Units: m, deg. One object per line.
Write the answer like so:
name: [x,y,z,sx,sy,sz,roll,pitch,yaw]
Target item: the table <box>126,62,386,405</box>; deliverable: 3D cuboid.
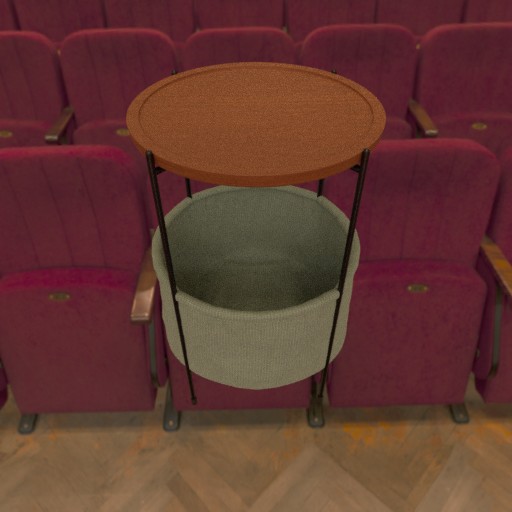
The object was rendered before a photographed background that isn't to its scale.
table: [0.000,0.000,0.881,0.400,0.623,0.400,-1,42,-1]
